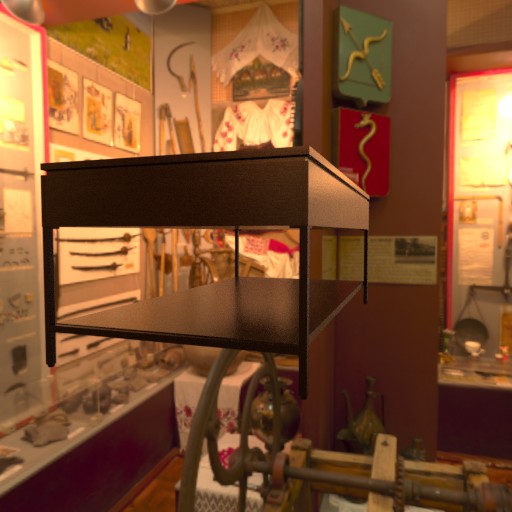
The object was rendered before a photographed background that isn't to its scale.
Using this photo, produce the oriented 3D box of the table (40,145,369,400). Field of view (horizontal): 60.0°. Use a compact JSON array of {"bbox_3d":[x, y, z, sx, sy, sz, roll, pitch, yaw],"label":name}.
[{"bbox_3d":[0.000,0.000,1.360,0.574,0.435,1.095,1,3,19],"label":"table"}]
